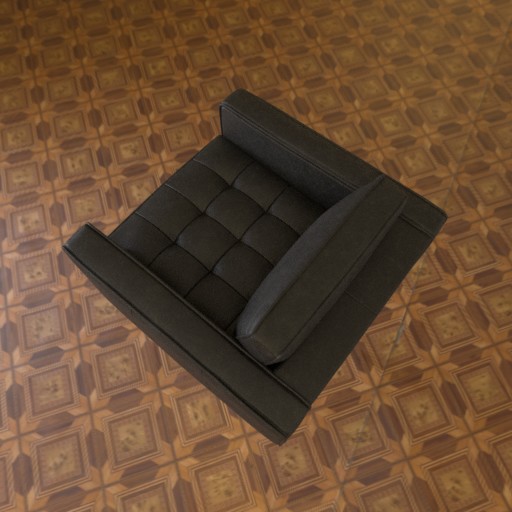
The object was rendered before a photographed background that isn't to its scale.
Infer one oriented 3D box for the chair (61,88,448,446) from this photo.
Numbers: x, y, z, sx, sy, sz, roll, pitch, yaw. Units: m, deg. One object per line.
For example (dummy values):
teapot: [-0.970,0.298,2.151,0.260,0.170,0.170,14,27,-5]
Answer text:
chair: [0.000,0.000,1.580,0.914,0.763,0.889,36,70,16]
